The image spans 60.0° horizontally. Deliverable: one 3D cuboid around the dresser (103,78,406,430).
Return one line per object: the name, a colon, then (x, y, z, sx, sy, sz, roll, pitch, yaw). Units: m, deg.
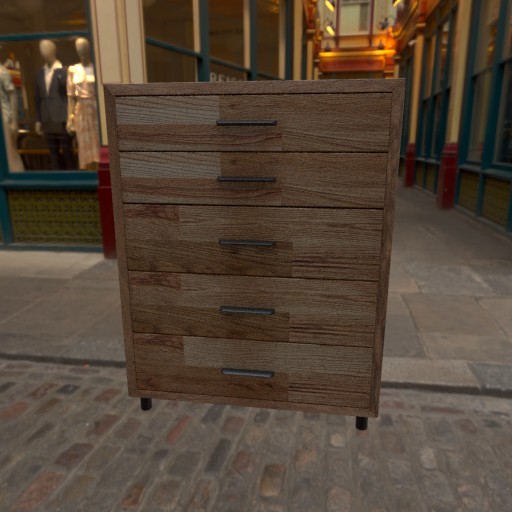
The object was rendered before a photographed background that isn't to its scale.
dresser: (0.000, 0.000, 1.747, 0.966, 1.243, 0.480, 2, 15, 8)
